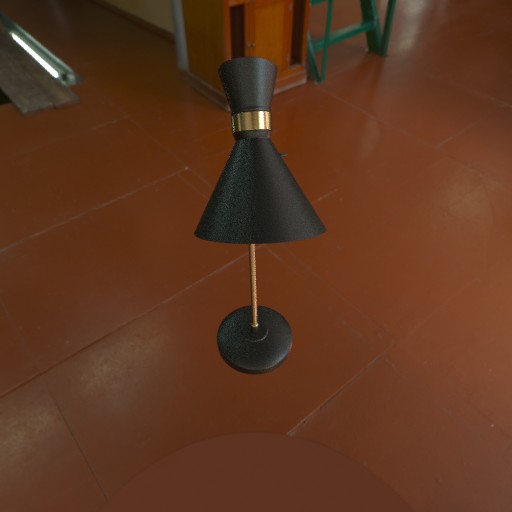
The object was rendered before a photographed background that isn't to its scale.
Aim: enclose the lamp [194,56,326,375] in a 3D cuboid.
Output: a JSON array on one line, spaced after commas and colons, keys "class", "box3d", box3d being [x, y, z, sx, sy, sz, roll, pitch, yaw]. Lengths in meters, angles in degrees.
[{"class": "lamp", "box3d": [0.000, 0.000, 0.775, 0.189, 0.647, 0.292, -4, 47, -3]}]
